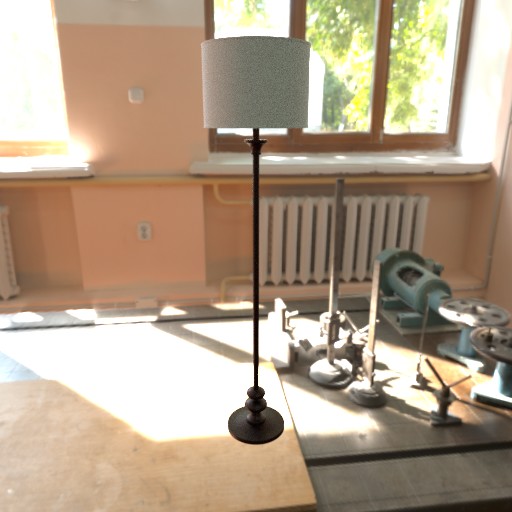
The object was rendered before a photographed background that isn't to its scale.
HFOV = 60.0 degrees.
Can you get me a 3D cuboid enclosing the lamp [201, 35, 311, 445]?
[{"bbox_3d":[0.000,0.000,1.653,0.356,1.487,0.356,9,19,26],"label":"lamp"}]
